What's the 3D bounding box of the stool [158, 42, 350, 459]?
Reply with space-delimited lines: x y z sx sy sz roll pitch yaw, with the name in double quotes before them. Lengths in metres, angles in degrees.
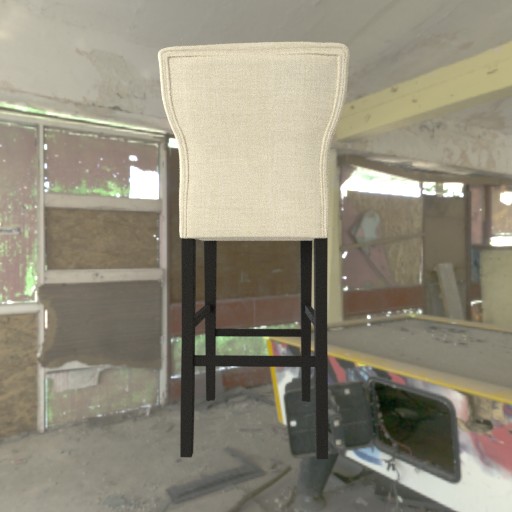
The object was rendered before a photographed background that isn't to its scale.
"stool" 0.000 0.000 1.447 0.516 1.124 0.603 0 0 2
